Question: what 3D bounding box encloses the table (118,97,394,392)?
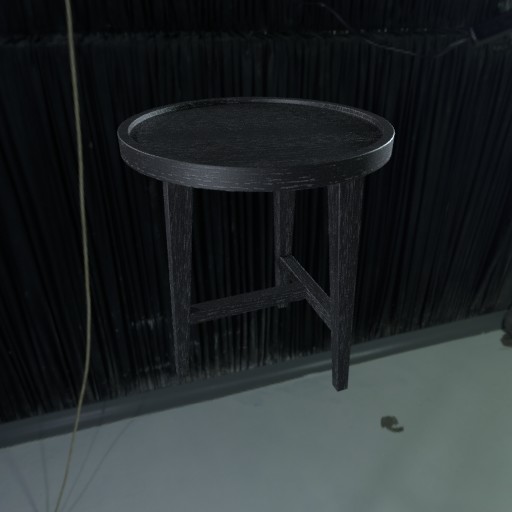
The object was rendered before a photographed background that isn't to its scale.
[{"bbox_3d":[0.000,0.000,0.777,0.399,0.460,0.399,0,30,0],"label":"table"}]
